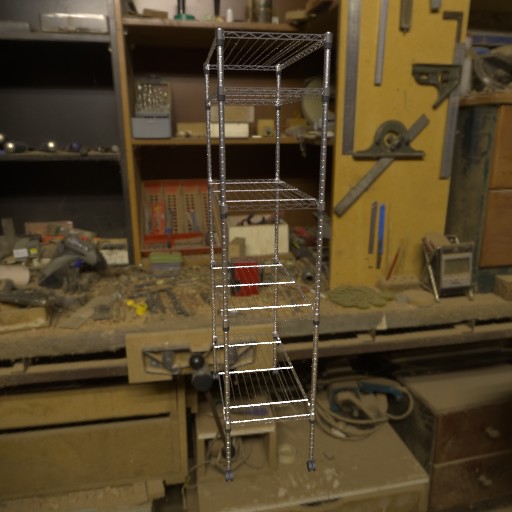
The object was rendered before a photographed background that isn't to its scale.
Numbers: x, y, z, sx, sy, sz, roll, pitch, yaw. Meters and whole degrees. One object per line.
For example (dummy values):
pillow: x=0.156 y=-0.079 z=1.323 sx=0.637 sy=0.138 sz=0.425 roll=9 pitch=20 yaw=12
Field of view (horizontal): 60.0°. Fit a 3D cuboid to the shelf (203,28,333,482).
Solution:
shelf: x=0.000 y=0.000 z=1.863 sx=0.356 sy=1.587 sz=0.762 roll=-3 pitch=16 yaw=-9
